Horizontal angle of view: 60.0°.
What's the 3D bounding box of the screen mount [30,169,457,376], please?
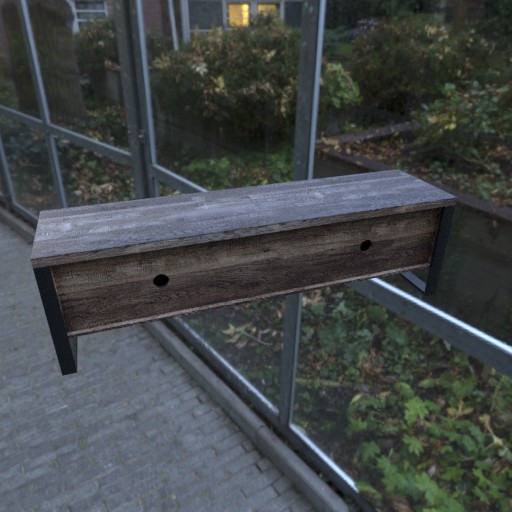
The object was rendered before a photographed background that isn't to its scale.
[{"bbox_3d":[0.000,0.000,1.777,1.524,0.450,0.395,-9,30,-17],"label":"screen mount"}]
